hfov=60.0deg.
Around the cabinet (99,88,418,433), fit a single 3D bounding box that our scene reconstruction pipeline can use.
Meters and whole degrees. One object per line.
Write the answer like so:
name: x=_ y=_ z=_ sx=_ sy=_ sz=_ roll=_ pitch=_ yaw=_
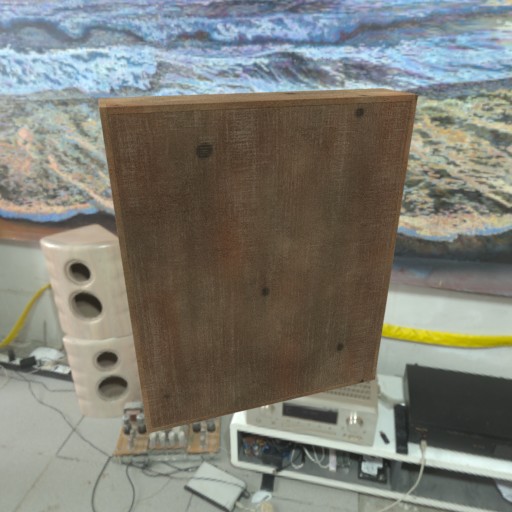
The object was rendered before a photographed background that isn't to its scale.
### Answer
cabinet: x=0.000 y=0.000 z=0.853 sx=0.489 sy=0.590 sz=0.184 roll=-8 pitch=27 yaw=-16
